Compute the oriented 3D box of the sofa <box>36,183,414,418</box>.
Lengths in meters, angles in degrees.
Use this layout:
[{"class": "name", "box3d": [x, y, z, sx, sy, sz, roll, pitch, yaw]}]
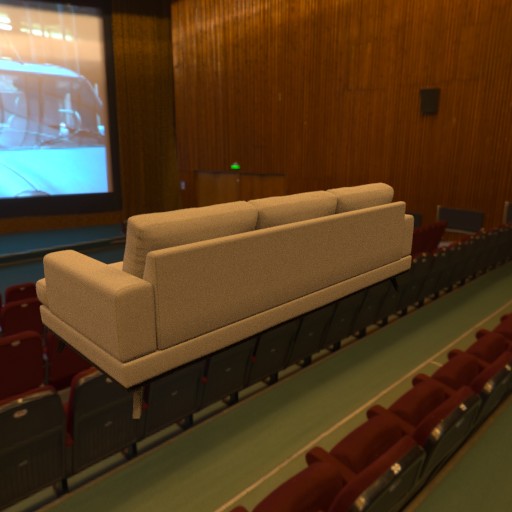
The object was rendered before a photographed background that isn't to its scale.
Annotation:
[{"class": "sofa", "box3d": [0.000, 0.000, 2.736, 2.310, 0.810, 0.920, -14, 21, -43]}]
